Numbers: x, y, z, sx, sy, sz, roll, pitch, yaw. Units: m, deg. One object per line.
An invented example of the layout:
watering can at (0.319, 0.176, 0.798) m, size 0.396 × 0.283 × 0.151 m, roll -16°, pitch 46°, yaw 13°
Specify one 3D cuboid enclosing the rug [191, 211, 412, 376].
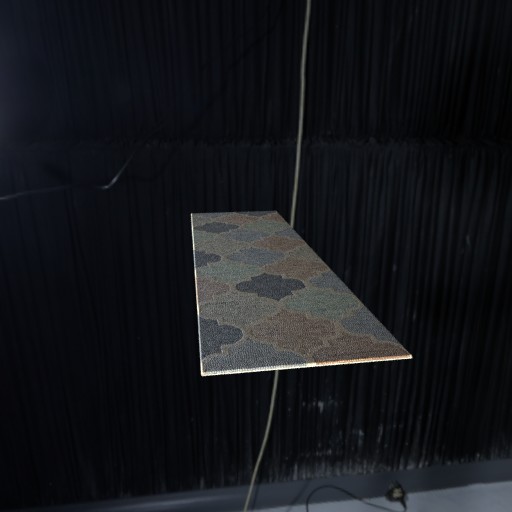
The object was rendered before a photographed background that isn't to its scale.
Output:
rug at (0.000, 0.000, 2.477) m, size 0.687 × 0.011 × 2.287 m, roll -3°, pitch 18°, yaw -8°
